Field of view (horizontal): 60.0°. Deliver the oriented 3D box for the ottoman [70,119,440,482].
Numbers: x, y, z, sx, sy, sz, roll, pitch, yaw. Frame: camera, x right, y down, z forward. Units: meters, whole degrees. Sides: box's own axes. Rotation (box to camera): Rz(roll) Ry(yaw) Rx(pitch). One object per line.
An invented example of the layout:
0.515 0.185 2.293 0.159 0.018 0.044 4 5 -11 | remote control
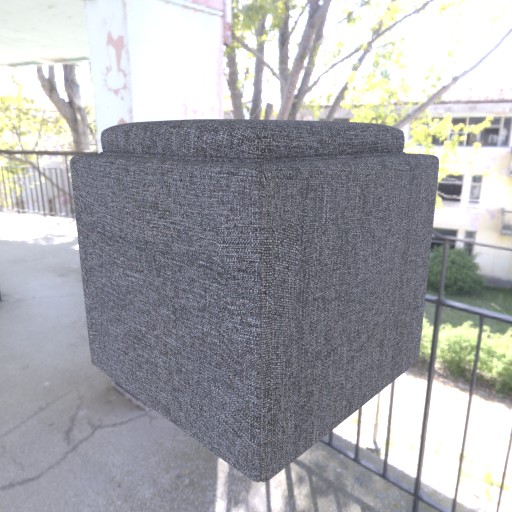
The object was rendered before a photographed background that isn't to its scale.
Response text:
0.000 0.000 0.788 0.450 0.460 0.450 14 21 42 | ottoman
